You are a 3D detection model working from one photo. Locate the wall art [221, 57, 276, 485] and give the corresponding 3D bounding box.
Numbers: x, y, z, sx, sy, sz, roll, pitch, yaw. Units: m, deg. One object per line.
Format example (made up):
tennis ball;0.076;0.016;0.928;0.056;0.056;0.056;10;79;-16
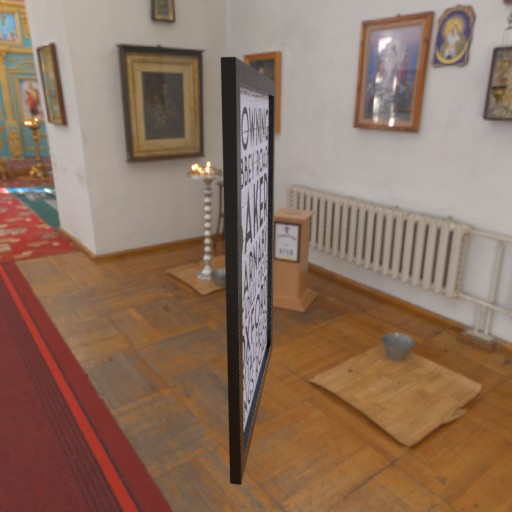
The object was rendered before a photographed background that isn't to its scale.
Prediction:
wall art;0.000;0.000;0.566;0.013;0.432;0.304;3;18;8
